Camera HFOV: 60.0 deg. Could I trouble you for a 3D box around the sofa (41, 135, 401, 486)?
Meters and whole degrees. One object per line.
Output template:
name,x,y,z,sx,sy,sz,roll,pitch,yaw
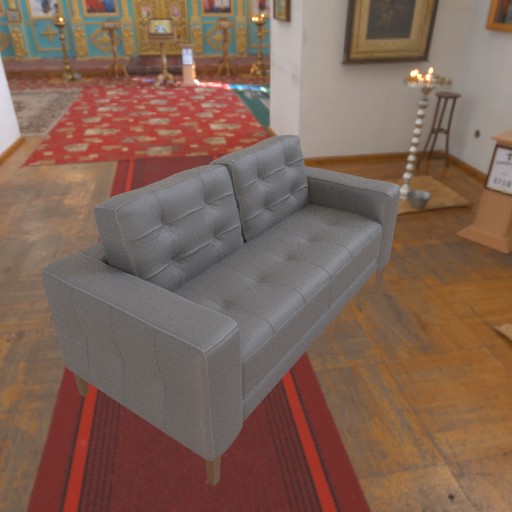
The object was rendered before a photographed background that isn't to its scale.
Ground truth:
sofa,0.000,0.000,2.151,0.833,0.892,1.726,18,34,30
